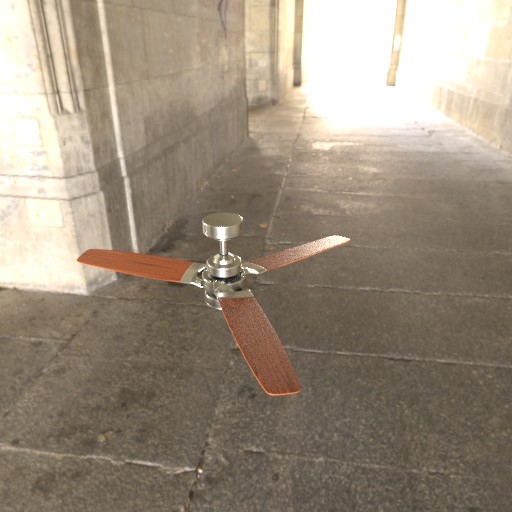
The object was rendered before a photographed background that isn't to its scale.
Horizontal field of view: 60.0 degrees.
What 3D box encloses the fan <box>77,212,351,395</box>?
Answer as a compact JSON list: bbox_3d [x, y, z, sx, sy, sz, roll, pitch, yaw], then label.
[{"bbox_3d":[0.000,0.000,2.051,1.271,0.410,1.416,-18,31,-33],"label":"fan"}]
